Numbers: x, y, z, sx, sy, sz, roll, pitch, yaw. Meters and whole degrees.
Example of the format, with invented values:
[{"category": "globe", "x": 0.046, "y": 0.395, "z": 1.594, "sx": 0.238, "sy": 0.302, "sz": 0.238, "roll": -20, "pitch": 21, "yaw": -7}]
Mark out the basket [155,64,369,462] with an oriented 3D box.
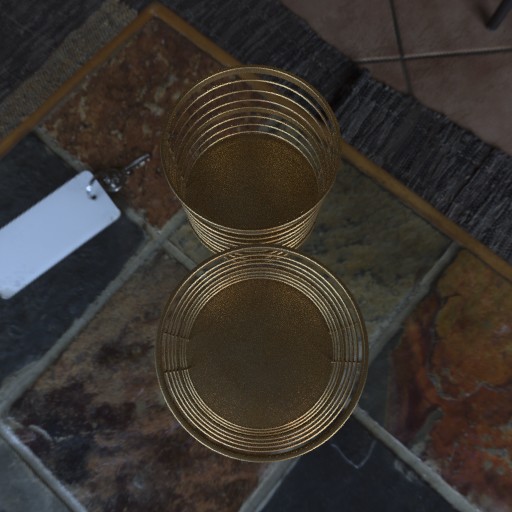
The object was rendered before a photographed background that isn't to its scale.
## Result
[{"category": "basket", "x": 0.000, "y": 0.000, "z": 0.948, "sx": 0.356, "sy": 0.351, "sz": 0.746, "roll": -3, "pitch": 77, "yaw": -1}]
